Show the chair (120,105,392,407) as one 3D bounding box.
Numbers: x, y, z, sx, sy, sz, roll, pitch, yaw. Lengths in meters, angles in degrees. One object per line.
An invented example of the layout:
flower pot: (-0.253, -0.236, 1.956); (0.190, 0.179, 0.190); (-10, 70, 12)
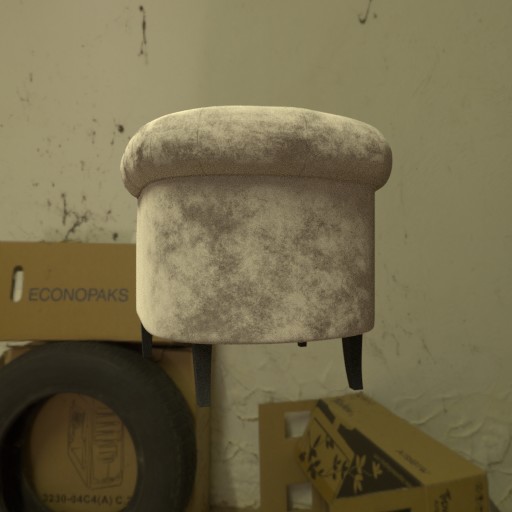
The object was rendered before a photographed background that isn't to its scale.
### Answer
chair: (0.000, 0.000, 1.558); (0.904, 0.826, 0.851); (0, 0, -18)
